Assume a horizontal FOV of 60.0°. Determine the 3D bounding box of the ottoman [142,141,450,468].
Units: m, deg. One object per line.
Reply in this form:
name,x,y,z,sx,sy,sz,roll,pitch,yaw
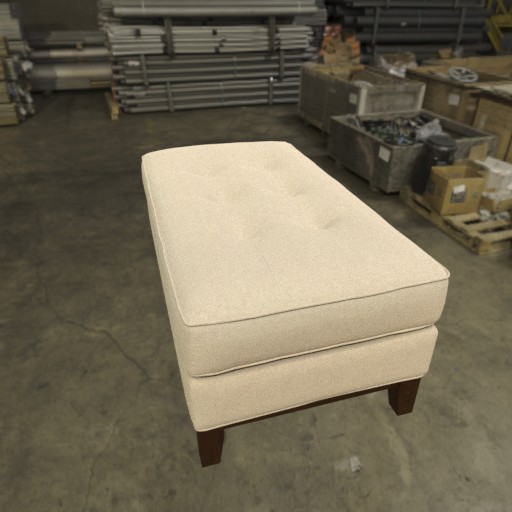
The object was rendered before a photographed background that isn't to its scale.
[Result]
ottoman,0.000,0.000,1.491,0.648,0.508,1.143,-9,32,-14
